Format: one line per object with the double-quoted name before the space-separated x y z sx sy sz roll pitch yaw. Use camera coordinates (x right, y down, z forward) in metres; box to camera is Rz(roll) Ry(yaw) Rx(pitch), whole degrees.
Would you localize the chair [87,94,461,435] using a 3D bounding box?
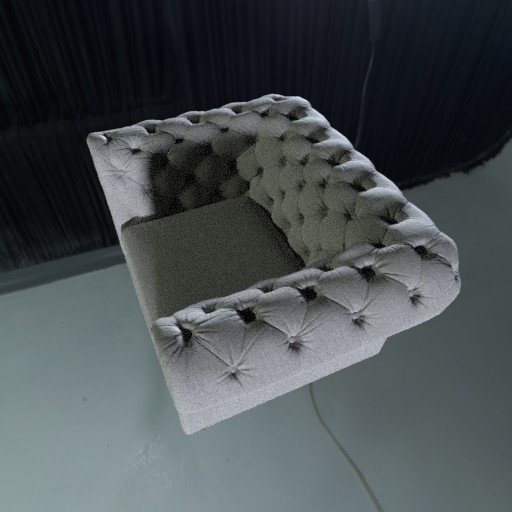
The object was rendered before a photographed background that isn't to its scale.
"chair" 0.000 0.000 1.798 0.976 0.770 1.270 -18 50 -16
